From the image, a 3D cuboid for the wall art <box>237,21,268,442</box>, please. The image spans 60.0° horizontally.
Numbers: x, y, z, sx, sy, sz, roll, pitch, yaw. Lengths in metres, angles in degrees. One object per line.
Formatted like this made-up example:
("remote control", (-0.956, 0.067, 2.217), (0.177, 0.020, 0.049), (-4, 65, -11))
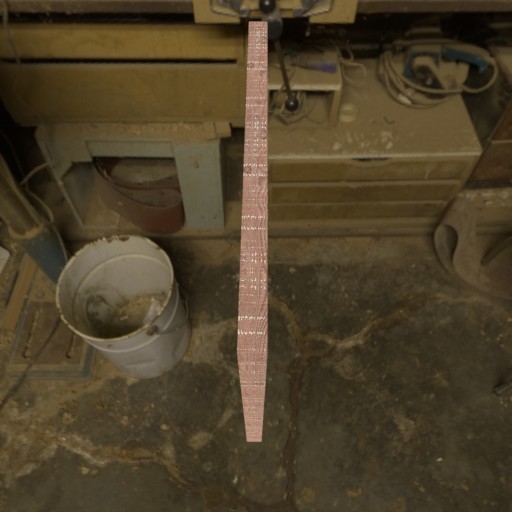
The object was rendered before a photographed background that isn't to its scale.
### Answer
("wall art", (0.000, 0.000, 0.779), (0.029, 0.531, 0.531), (1, 59, 0))
